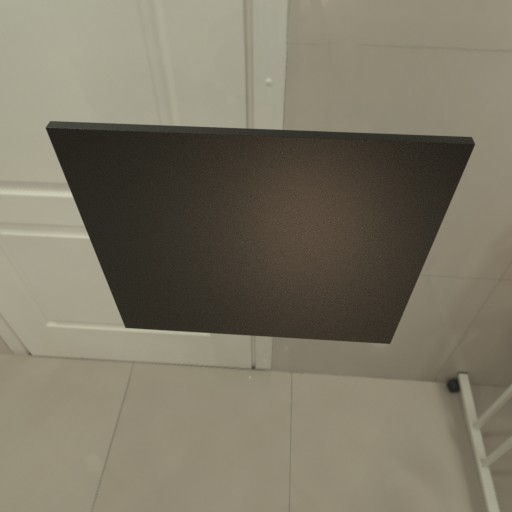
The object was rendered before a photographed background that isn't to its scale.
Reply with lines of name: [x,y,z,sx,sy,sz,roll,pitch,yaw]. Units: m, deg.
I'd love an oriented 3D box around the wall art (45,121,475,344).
wall art: [0.000,0.000,0.520,0.383,0.332,0.012,3,48,3]
